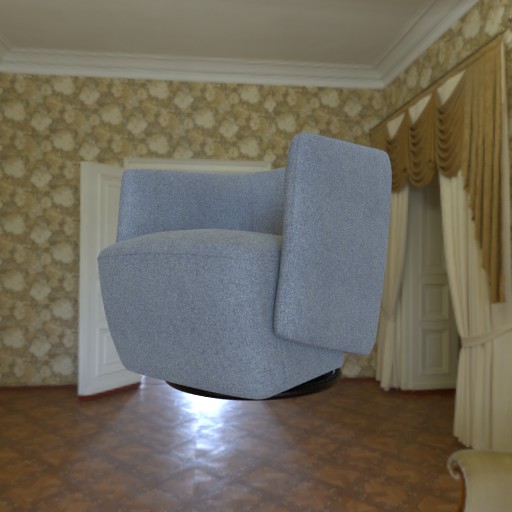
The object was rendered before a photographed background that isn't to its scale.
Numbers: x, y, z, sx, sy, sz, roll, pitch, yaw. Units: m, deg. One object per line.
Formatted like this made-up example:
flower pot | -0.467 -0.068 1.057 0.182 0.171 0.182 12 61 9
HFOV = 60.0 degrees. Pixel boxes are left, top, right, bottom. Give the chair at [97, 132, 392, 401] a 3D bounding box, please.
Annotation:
chair | 0.000 0.000 1.630 0.822 0.861 0.986 -1 -1 38
